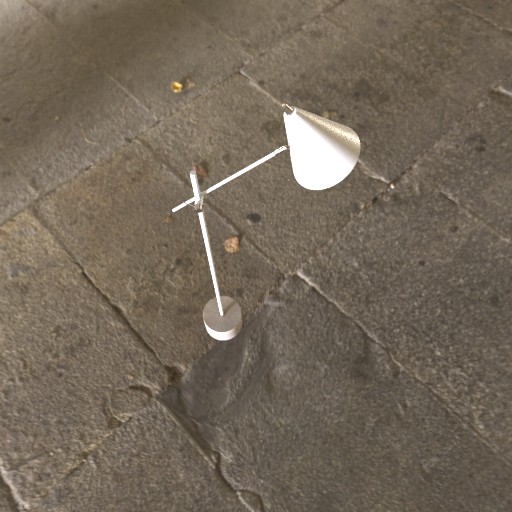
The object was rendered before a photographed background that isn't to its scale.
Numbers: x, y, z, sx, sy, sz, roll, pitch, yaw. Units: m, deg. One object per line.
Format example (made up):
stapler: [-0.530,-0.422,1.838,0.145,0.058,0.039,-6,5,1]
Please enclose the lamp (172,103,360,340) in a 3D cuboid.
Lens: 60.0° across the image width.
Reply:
lamp: [0.000,0.000,1.599,0.508,1.430,0.223,1,63,1]
